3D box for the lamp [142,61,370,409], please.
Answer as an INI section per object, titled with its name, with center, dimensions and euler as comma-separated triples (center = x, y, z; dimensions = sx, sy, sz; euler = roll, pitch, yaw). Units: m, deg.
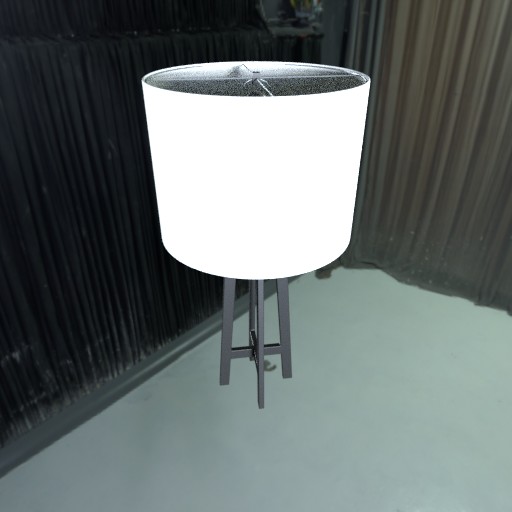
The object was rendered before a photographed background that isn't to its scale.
[lamp]
center = 0.000, 0.000, 0.633
dimensions = 0.257, 0.489, 0.257
euler = 21, 36, 31
